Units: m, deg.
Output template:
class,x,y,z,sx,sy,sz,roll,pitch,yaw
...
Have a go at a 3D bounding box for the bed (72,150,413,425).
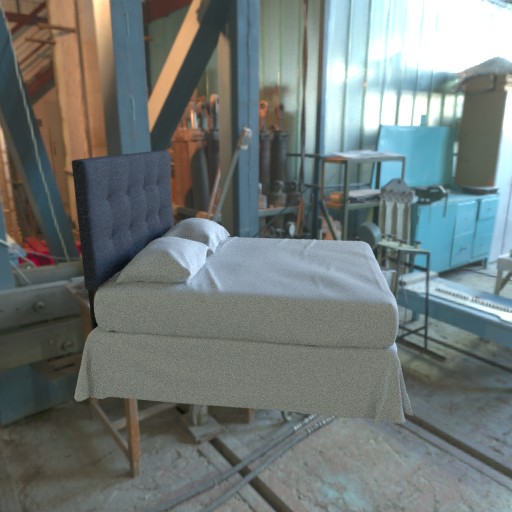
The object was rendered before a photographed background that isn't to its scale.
class,x,y,z,sx,sy,sz,roll,pitch,yaw
bed,0.000,0.000,3.529,2.222,1.577,1.936,2,16,8
